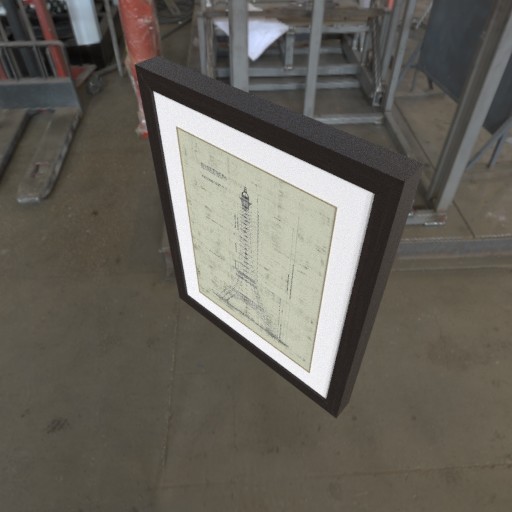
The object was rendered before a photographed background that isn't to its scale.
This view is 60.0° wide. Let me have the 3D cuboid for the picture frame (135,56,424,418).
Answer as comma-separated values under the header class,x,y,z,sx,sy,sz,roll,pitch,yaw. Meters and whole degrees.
class,x,y,z,sx,sy,sz,roll,pitch,yaw
picture frame,0.000,0.000,0.774,0.452,0.555,0.044,32,53,28
